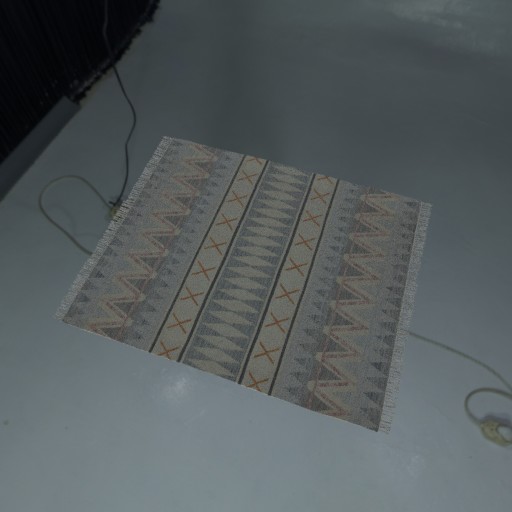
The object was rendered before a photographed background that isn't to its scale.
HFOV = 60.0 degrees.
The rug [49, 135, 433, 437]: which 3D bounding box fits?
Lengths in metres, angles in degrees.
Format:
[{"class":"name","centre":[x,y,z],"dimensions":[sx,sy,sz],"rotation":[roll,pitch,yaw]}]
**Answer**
[{"class":"rug","centre":[0.000,0.000,4.165],"dimensions":[3.000,0.012,2.371],"rotation":[16,60,10]}]
